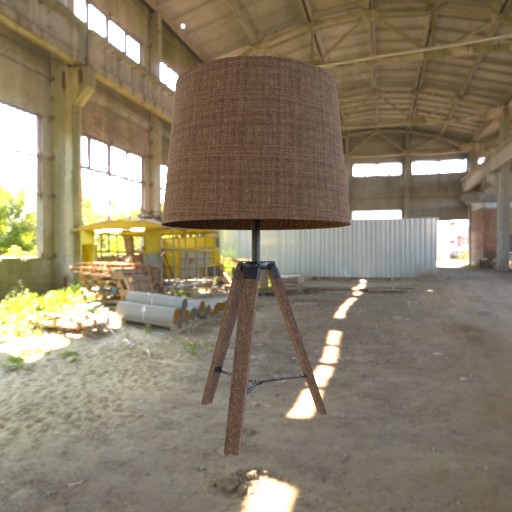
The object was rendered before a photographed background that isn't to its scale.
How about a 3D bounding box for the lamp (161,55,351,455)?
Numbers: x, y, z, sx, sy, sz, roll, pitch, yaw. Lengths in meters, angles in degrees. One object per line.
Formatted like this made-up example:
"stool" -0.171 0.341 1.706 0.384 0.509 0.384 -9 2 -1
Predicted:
"lamp" 0.000 0.000 0.692 0.290 0.514 0.290 0 1 0
